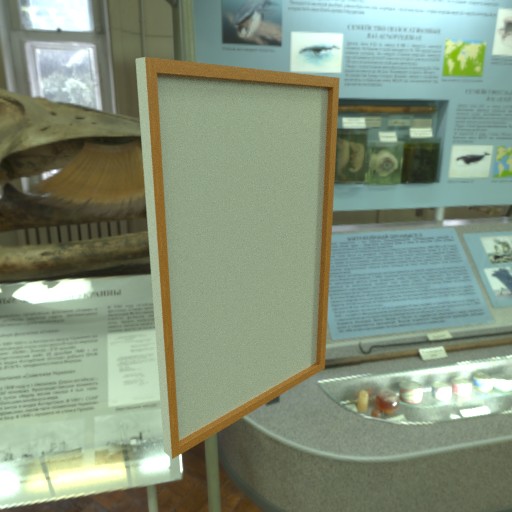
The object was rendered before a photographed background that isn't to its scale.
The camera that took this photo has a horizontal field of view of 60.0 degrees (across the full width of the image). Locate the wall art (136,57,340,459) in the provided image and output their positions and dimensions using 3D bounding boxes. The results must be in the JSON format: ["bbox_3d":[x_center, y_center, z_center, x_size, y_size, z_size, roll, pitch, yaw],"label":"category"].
[{"bbox_3d":[0.000,0.000,0.781,0.405,0.608,0.025,-16,23,-41],"label":"wall art"}]
